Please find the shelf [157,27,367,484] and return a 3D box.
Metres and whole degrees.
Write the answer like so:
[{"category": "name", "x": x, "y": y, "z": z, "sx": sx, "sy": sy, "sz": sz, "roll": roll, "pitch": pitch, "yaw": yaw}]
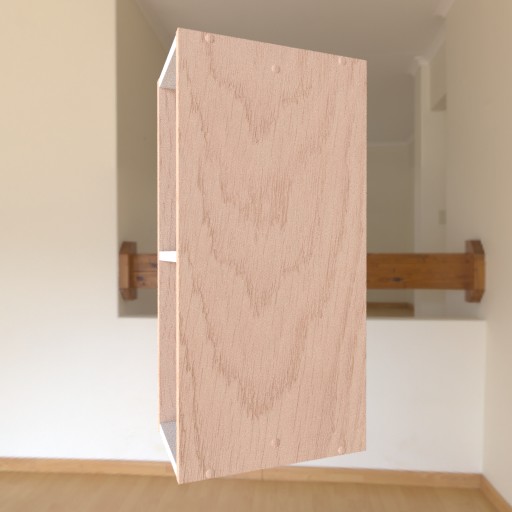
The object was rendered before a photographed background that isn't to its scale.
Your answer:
[{"category": "shelf", "x": 0.000, "y": 0.000, "z": 0.724, "sx": 0.290, "sy": 0.600, "sz": 0.200, "roll": 0, "pitch": 0, "yaw": -20}]
